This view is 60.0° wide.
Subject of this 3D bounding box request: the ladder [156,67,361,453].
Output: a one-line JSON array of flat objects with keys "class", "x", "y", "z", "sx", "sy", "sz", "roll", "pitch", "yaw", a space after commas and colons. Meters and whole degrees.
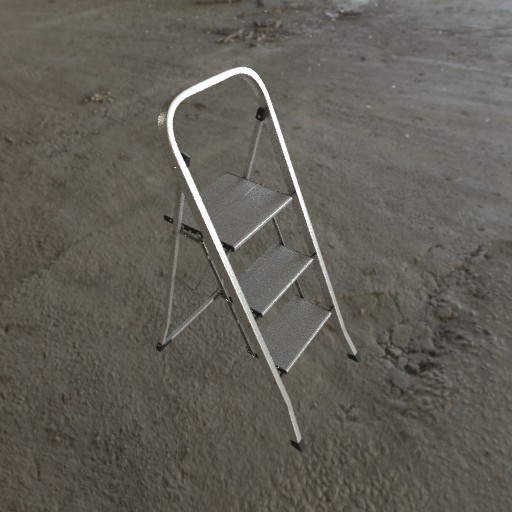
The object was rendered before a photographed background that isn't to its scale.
[{"class": "ladder", "x": 0.000, "y": 0.000, "z": 1.429, "sx": 0.704, "sy": 1.070, "sz": 0.465, "roll": 25, "pitch": 47, "yaw": 26}]
